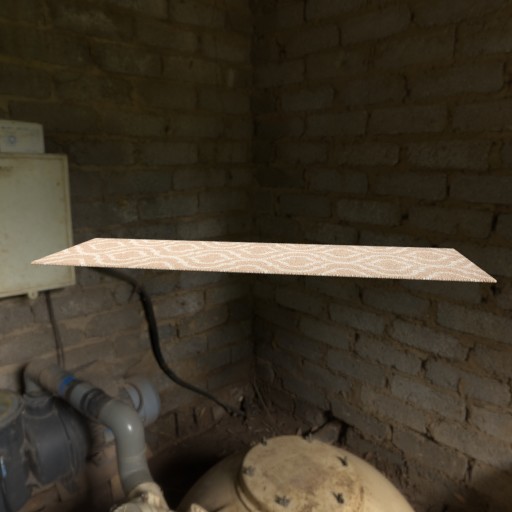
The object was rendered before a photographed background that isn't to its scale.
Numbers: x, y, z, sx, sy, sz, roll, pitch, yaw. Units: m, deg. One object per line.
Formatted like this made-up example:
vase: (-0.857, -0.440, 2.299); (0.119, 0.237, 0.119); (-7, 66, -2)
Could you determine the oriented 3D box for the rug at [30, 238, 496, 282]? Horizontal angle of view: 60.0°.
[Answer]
rug: (0.000, 0.000, 2.486); (2.289, 0.013, 0.691); (2, 13, 8)
